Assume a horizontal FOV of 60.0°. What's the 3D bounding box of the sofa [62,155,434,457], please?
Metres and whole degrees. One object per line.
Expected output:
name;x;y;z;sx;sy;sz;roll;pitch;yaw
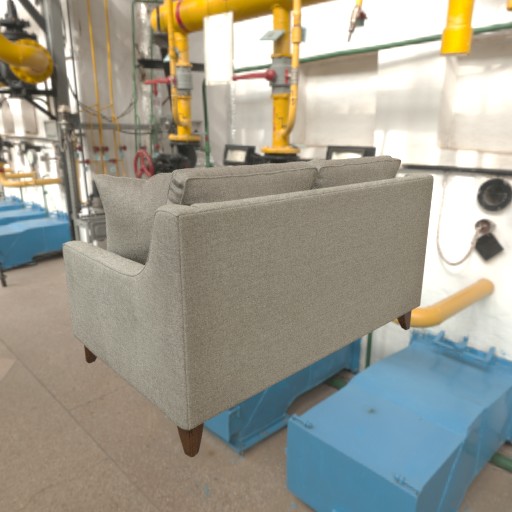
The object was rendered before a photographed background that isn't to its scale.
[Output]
sofa;0.000;0.000;1.983;1.422;0.863;0.915;-14;21;-41
